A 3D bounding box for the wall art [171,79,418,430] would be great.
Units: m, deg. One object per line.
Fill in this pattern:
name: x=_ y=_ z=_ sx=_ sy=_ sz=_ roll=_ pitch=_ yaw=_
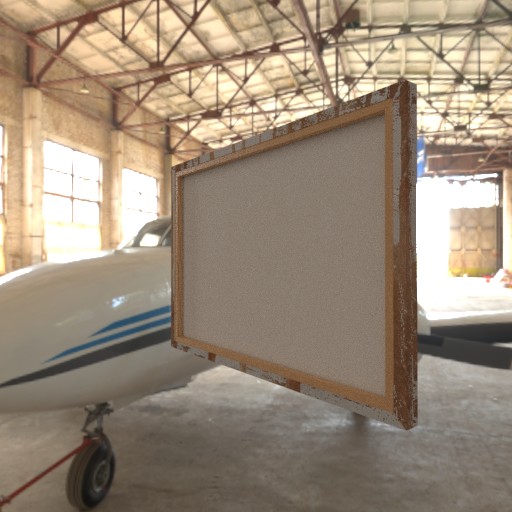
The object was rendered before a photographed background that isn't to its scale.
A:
wall art: x=0.000 y=0.000 z=1.144 sx=0.035 sy=0.609 sz=0.914 roll=0 pitch=0 yaw=-37
